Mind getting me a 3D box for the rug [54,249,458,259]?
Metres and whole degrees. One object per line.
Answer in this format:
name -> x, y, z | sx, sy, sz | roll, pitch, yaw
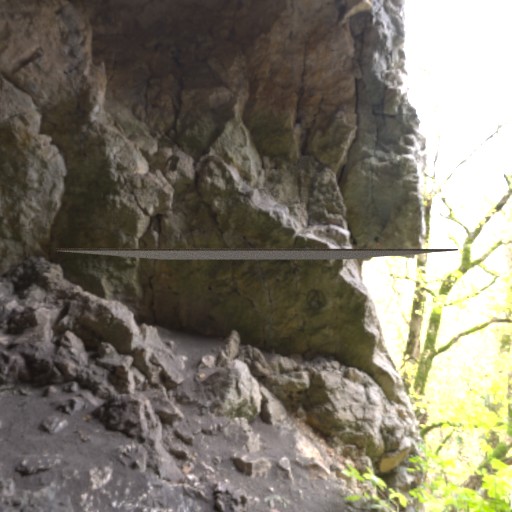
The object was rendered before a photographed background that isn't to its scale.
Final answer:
rug -> 0.000, 0.000, 3.949 | 2.286, 0.013, 2.894 | 0, -1, 0
